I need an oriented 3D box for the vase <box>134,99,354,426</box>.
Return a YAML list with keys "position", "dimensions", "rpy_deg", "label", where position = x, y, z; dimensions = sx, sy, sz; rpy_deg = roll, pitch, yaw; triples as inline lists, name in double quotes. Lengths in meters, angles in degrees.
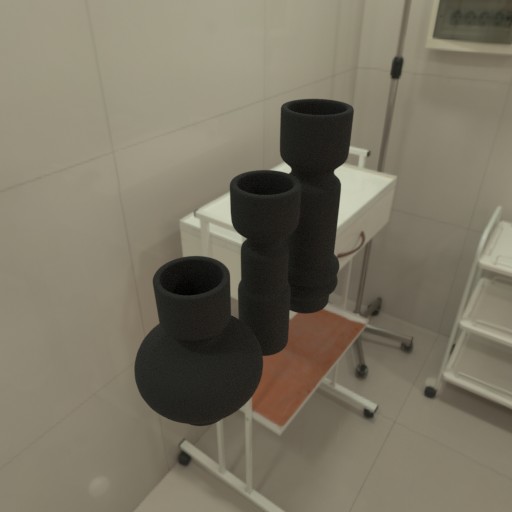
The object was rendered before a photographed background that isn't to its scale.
- position: [0.000, 0.000, 0.446]
  dimensions: [0.120, 0.249, 0.307]
  rpy_deg: [20, 37, 29]
  label: "vase"
